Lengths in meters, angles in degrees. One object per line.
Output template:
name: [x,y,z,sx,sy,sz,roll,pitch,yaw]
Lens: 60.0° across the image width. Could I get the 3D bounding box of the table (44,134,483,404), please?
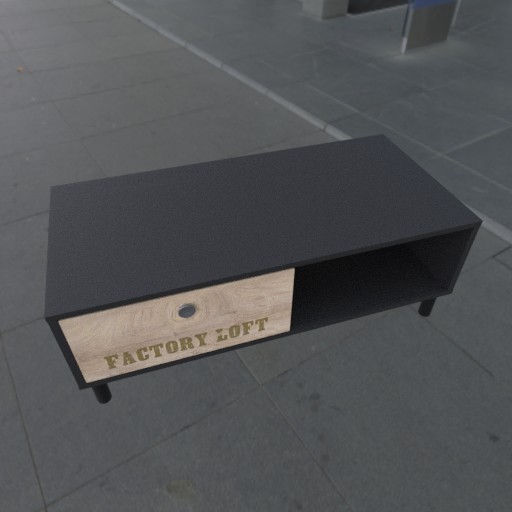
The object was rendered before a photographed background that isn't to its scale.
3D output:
table: [0.000,0.000,1.374,1.100,0.400,0.550,-12,43,-13]
